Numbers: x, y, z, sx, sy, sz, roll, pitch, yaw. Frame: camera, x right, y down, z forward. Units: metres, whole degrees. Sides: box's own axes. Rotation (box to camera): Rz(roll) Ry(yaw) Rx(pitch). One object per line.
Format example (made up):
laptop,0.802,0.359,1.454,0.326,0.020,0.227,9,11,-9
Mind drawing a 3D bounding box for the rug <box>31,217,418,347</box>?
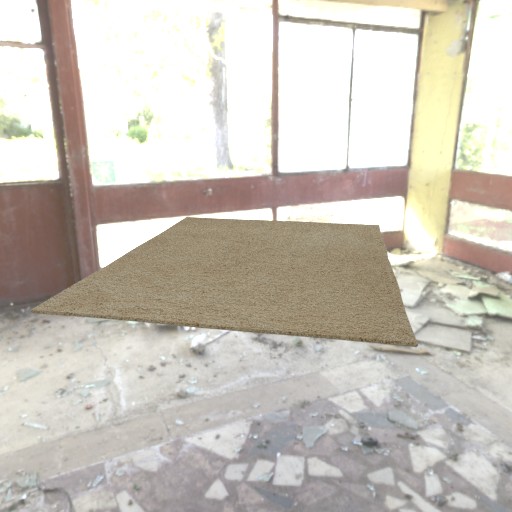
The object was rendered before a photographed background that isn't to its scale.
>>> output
rug,0.000,0.000,4.067,2.400,0.025,3.000,3,17,11
